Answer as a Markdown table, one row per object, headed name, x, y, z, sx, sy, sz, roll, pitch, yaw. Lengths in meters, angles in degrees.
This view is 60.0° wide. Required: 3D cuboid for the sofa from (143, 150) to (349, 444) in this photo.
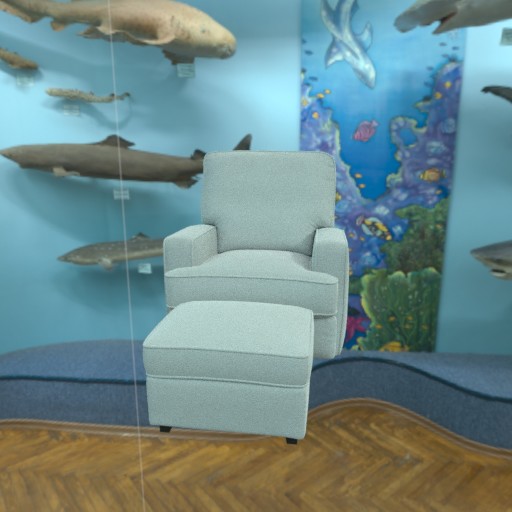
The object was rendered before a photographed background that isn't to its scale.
| name | x | y | z | sx | sy | sz | roll | pitch | yaw |
| --- | --- | --- | --- | --- | --- | --- | --- | --- | --- |
| sofa | 0.000 | 0.000 | 2.072 | 0.861 | 0.959 | 1.472 | 2 | 14 | 8 |
